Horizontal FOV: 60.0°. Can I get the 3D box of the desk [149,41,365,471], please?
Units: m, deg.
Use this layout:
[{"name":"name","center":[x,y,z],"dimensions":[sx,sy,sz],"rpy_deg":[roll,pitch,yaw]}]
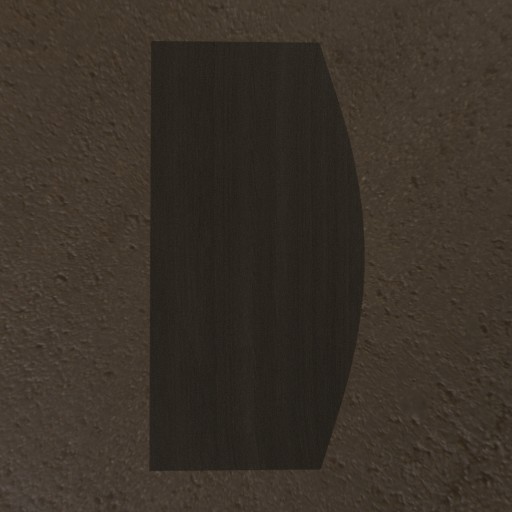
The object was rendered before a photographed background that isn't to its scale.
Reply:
[{"name":"desk","center":[0.000,0.000,2.030],"dimensions":[0.802,0.750,1.600],"rpy_deg":[0,89,-1]}]
